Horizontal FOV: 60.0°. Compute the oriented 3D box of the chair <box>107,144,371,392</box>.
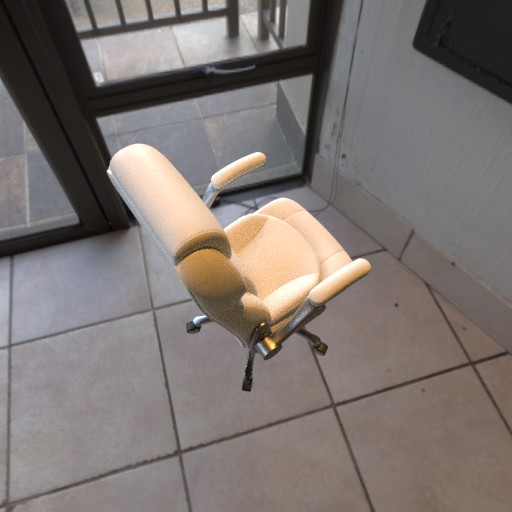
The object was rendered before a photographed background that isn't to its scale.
[{"bbox_3d":[0.000,0.000,1.854,0.806,1.330,0.755,-30,63,-18],"label":"chair"}]
